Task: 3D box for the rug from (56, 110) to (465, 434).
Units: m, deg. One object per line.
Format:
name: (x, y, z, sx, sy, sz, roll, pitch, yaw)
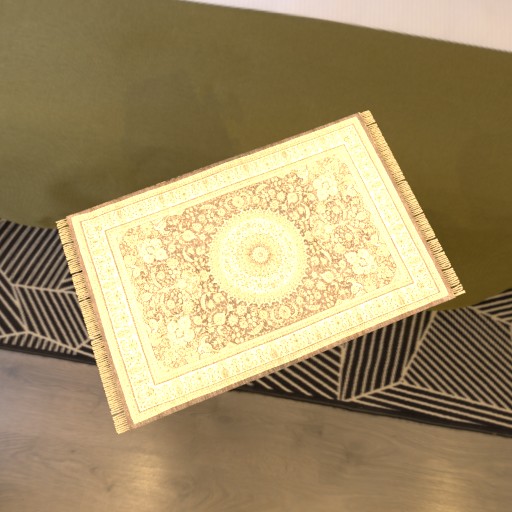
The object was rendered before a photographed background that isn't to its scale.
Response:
rug: (0.000, 0.000, 4.284, 3.422, 0.015, 2.143, -21, 76, -6)
